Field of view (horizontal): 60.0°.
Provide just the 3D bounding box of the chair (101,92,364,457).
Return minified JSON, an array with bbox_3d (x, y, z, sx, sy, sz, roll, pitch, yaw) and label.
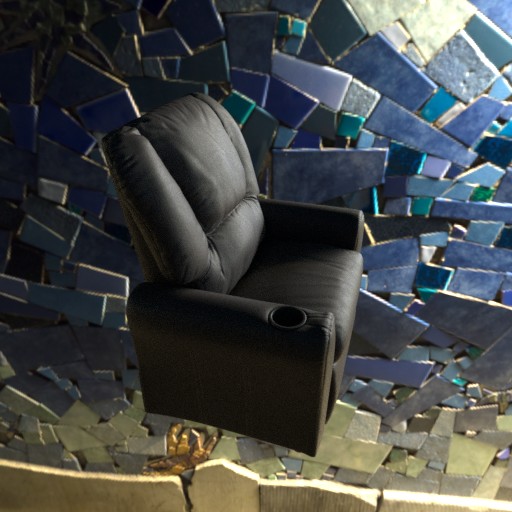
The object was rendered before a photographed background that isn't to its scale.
[{"bbox_3d":[0.000,0.000,1.112,0.521,0.709,0.610,9,32,15],"label":"chair"}]
